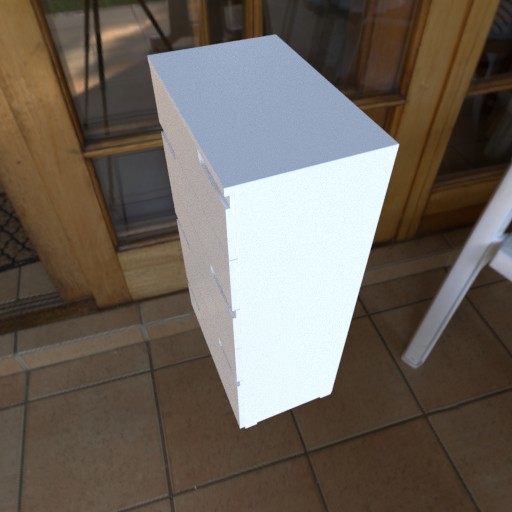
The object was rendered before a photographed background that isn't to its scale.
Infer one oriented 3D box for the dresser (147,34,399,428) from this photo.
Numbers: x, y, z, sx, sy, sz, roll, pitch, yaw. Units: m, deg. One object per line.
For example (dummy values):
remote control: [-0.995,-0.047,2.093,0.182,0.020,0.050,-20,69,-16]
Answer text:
dresser: [0.000,0.000,1.541,0.400,1.190,0.650,-17,49,-15]
